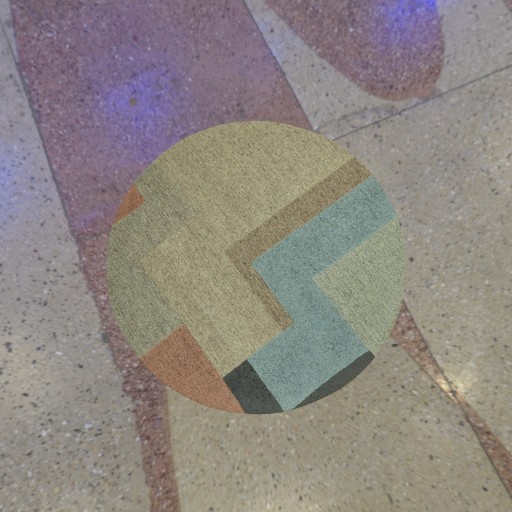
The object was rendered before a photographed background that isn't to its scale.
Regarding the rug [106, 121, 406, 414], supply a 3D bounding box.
[{"bbox_3d":[0.000,0.000,3.638,2.461,0.033,2.461,0,77,0],"label":"rug"}]
